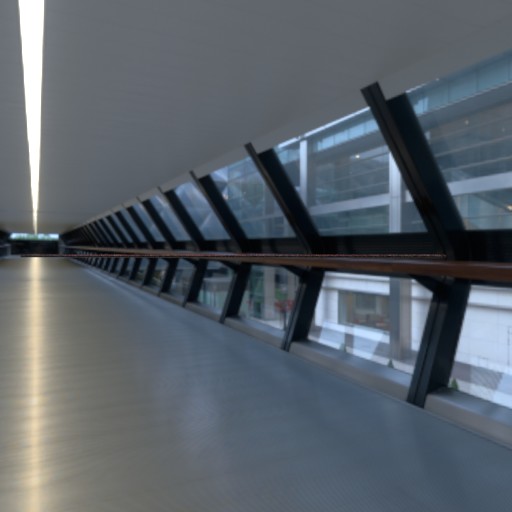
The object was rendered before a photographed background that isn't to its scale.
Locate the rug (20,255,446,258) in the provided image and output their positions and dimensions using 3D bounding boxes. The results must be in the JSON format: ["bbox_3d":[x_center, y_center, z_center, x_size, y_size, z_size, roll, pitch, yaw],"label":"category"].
[{"bbox_3d":[0.000,0.000,4.075,3.032,0.020,2.411,0,0,18],"label":"rug"}]
